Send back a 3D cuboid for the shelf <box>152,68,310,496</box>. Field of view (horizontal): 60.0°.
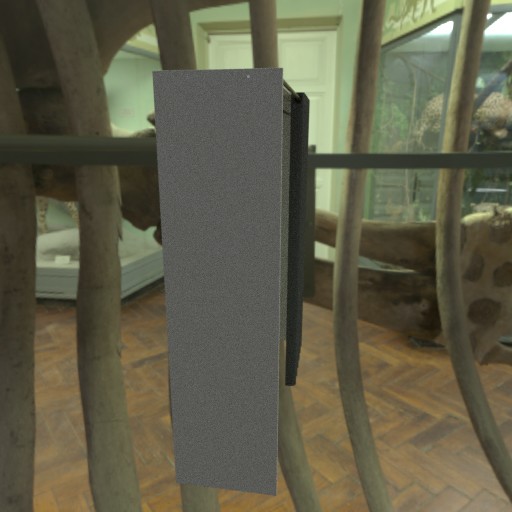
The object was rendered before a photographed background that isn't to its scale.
[{"bbox_3d":[0.000,0.000,2.572,0.500,1.810,1.600,3,16,9],"label":"shelf"}]
